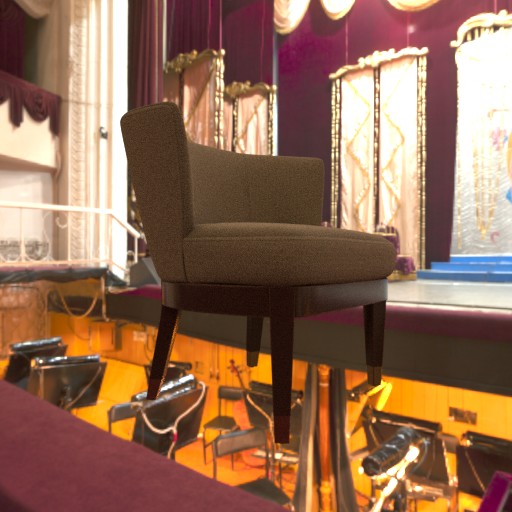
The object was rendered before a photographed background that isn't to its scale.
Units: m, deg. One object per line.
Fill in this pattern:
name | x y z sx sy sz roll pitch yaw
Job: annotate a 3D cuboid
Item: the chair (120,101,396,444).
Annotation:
chair | 0.000 0.000 1.246 0.660 0.760 0.700 0 -1 36
